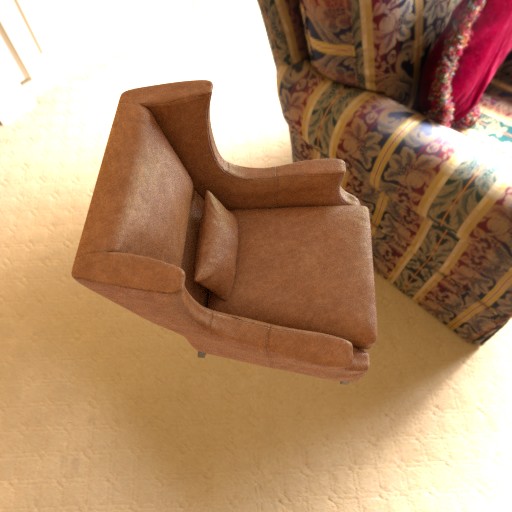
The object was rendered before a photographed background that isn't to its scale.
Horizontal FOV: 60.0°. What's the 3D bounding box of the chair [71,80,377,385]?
[{"bbox_3d":[0.000,0.000,1.702,0.926,1.016,0.853,3,63,2],"label":"chair"}]
